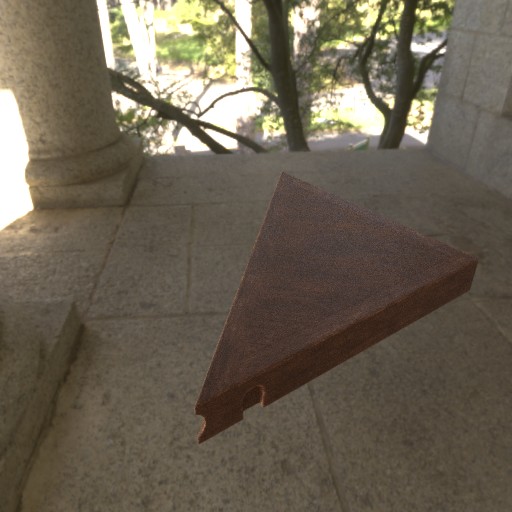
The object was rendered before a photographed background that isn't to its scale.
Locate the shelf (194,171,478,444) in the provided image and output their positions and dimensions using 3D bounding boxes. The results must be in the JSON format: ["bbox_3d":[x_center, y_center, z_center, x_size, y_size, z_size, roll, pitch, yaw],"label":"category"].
[{"bbox_3d":[0.000,0.000,0.446,0.296,0.035,0.296,-19,35,-30],"label":"shelf"}]
